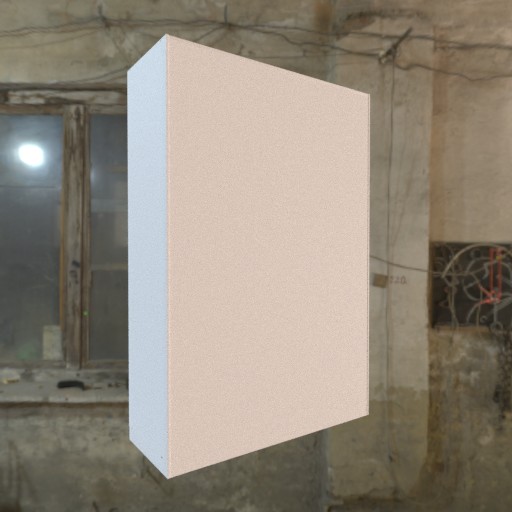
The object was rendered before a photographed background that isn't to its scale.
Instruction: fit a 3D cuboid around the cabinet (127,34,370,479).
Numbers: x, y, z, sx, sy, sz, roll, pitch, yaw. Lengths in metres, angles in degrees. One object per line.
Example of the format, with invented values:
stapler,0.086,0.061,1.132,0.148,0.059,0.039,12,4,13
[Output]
cabinet,0.000,0.000,2.480,1.290,1.910,0.510,-1,1,-35
